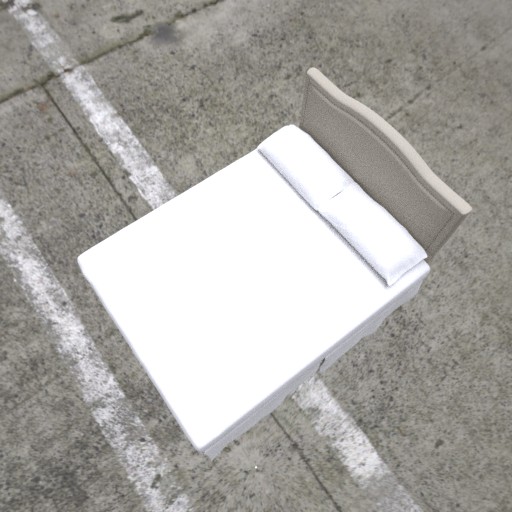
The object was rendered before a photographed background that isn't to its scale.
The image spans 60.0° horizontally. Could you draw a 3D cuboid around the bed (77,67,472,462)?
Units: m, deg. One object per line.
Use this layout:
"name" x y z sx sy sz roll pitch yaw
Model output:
"bed" 0.000 0.000 3.581 2.477 1.437 1.977 -34 69 -15
